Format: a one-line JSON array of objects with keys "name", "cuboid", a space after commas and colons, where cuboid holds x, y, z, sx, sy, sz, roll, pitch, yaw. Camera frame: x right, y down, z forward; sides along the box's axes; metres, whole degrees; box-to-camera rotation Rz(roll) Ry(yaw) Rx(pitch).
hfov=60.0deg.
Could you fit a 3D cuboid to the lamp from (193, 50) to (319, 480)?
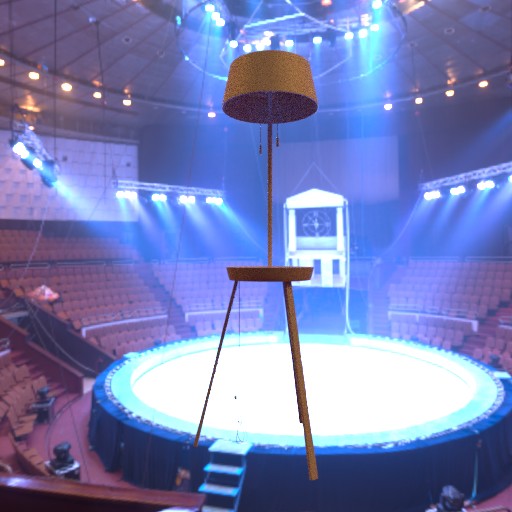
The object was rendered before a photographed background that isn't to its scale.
[{"name": "lamp", "cuboid": [0.000, 0.000, 1.663, 0.468, 1.429, 0.508, 0, 0, 1]}]
